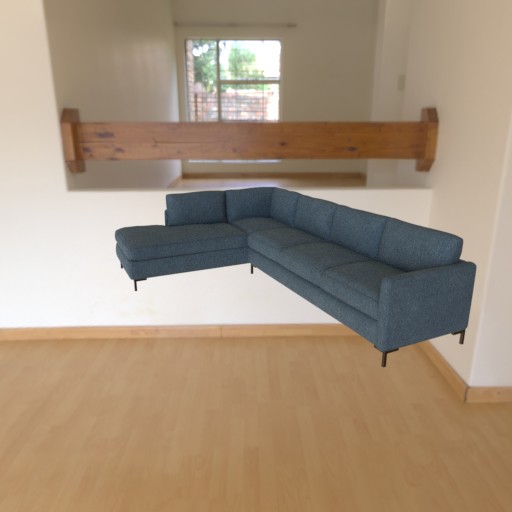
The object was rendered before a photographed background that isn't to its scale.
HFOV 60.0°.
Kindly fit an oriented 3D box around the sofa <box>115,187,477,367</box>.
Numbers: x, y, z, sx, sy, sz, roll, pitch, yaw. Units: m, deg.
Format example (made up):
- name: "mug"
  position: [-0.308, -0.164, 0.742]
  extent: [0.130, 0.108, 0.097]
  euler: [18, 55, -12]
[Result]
- name: "sofa"
  position: [0.000, 0.000, 3.937]
  extent: [2.007, 0.815, 2.949]
  euler: [-8, 19, -25]
